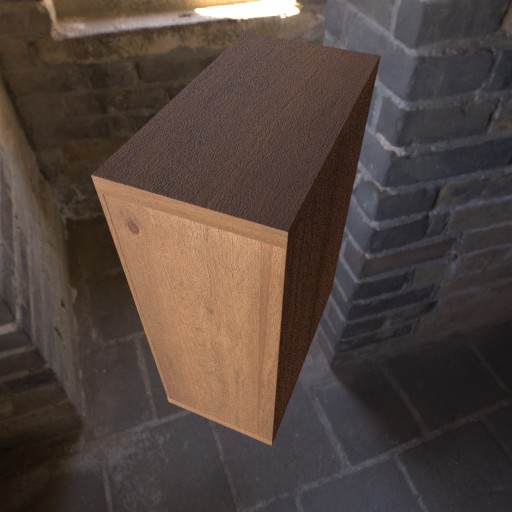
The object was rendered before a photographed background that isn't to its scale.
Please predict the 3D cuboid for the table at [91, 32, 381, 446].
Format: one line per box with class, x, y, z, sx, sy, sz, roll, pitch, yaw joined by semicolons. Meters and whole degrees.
table;0.000;0.000;1.744;0.524;1.294;0.901;17;50;15
